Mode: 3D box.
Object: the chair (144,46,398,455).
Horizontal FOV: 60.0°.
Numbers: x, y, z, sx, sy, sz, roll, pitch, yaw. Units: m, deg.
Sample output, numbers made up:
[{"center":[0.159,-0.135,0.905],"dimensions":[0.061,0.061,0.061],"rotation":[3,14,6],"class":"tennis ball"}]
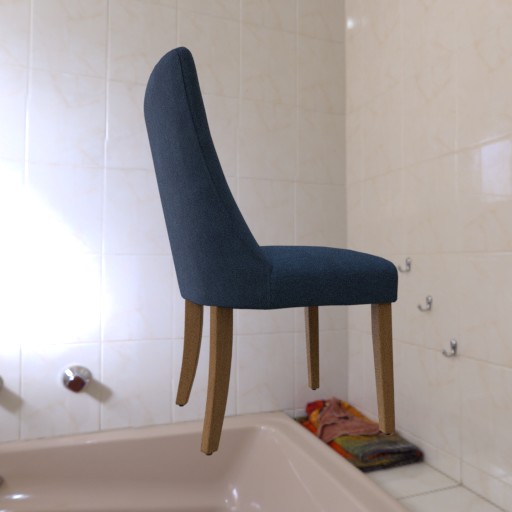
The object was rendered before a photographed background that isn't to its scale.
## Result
[{"center":[0.000,0.000,1.236],"dimensions":[0.609,0.902,0.495],"rotation":[0,-1,-18],"class":"chair"}]
